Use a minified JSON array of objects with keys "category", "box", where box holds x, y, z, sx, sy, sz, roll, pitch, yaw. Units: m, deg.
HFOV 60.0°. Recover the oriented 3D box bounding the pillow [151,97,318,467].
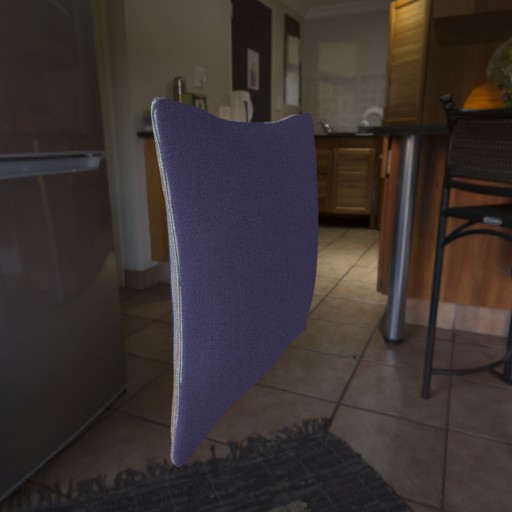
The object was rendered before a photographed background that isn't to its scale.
[{"category":"pillow","box":[0.000,0.000,0.655,0.136,0.419,0.437,8,18,26]}]
